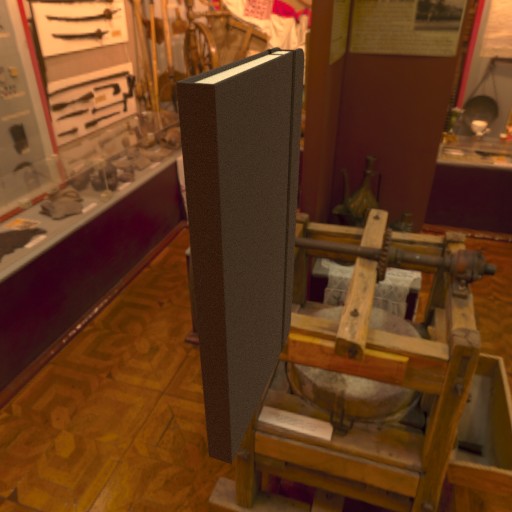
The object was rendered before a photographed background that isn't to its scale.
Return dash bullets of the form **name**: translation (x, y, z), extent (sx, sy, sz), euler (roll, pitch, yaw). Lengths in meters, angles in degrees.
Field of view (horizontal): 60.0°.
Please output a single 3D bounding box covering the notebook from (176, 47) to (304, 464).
- **notebook**: translation (0.000, 0.000, 0.260), extent (0.016, 0.213, 0.127), euler (10, 33, 17)
